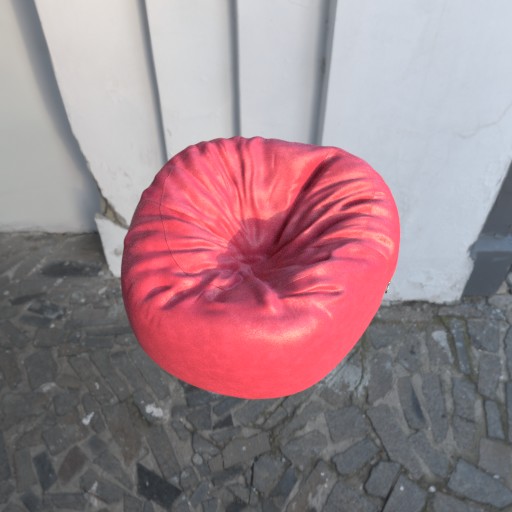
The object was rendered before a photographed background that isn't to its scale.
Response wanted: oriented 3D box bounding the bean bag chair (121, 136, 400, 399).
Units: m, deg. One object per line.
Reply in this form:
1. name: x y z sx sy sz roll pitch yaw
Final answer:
1. bean bag chair: 0.000 0.000 2.527 1.524 0.878 1.524 13 44 14
